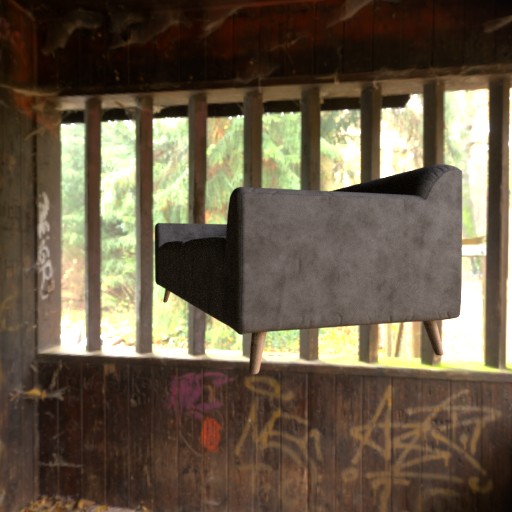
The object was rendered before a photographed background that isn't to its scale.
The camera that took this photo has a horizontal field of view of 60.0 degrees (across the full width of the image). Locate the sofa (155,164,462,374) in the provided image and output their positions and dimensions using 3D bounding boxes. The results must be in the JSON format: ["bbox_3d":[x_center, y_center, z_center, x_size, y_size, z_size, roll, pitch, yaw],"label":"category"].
[{"bbox_3d":[0.000,0.000,2.553,0.900,0.740,2.190,0,1,-20],"label":"sofa"}]
